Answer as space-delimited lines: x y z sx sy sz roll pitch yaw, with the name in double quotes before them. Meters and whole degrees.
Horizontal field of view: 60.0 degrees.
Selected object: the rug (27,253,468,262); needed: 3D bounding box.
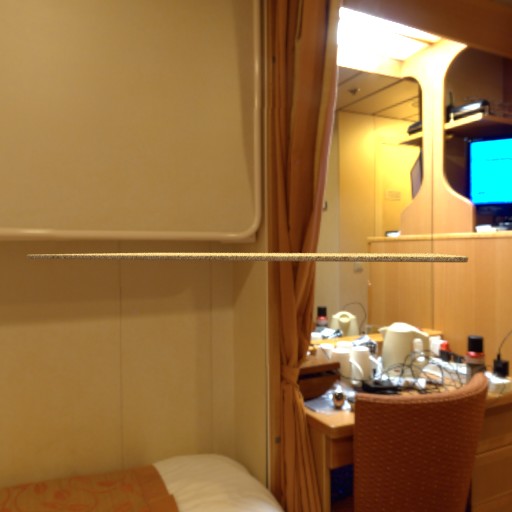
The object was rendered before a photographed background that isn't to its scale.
"rug" 0.000 0.000 2.926 2.349 0.025 1.500 0 1 17
